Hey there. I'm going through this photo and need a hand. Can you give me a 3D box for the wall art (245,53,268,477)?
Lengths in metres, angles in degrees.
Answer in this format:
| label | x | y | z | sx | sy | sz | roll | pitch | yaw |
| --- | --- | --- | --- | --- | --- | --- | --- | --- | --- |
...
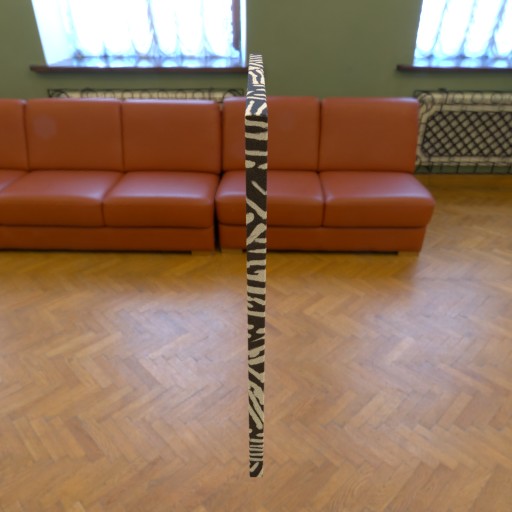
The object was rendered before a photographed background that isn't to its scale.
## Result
| label | x | y | z | sx | sy | sz | roll | pitch | yaw |
| --- | --- | --- | --- | --- | --- | --- | --- | --- | --- |
| wall art | 0.000 | 0.000 | 1.326 | 0.038 | 1.017 | 0.765 | 0 | 32 | 0 |
